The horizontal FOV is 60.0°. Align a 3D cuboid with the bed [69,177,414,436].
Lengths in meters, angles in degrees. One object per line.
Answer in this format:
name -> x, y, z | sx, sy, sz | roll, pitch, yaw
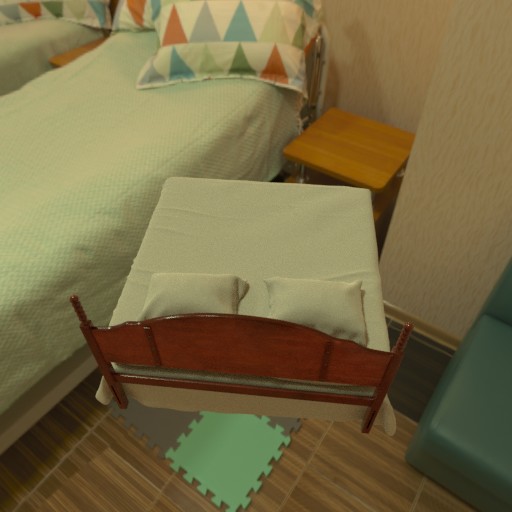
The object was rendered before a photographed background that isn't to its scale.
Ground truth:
bed -> 0.000, 0.000, 3.652 | 2.322, 1.355, 2.219 | 4, 46, 4
